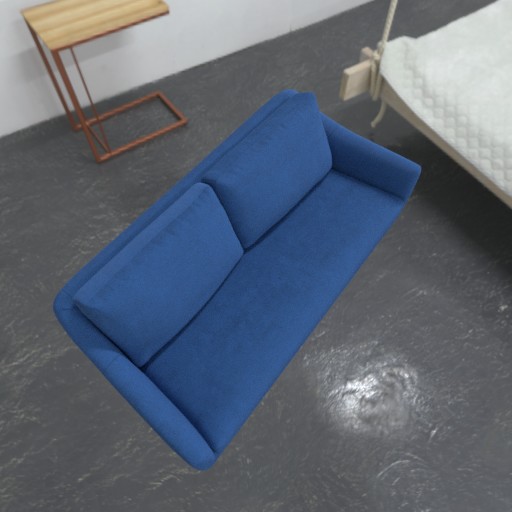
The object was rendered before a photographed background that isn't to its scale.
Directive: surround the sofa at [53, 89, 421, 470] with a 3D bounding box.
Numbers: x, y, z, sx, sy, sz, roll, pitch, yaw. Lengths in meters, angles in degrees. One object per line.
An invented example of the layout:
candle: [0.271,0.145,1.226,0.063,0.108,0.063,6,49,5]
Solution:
sofa: [0.000,0.000,2.477,0.960,0.903,2.036,33,65,18]
